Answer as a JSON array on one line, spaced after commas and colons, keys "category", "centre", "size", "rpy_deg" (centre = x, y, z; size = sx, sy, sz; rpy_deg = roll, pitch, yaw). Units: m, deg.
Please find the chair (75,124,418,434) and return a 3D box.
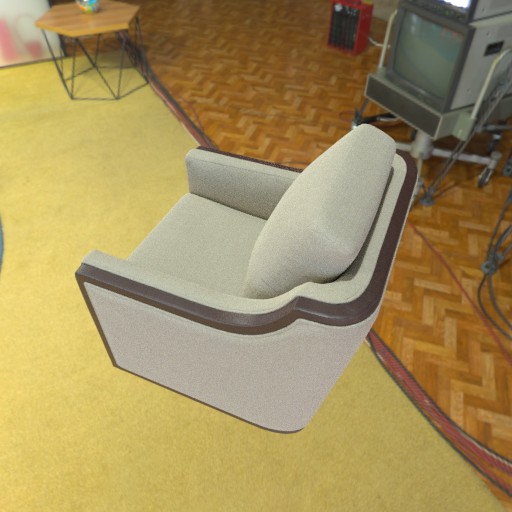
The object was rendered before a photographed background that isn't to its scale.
[{"category": "chair", "centre": [0.000, 0.000, 1.654], "size": [0.950, 0.930, 0.870], "rpy_deg": [17, 48, 16]}]
